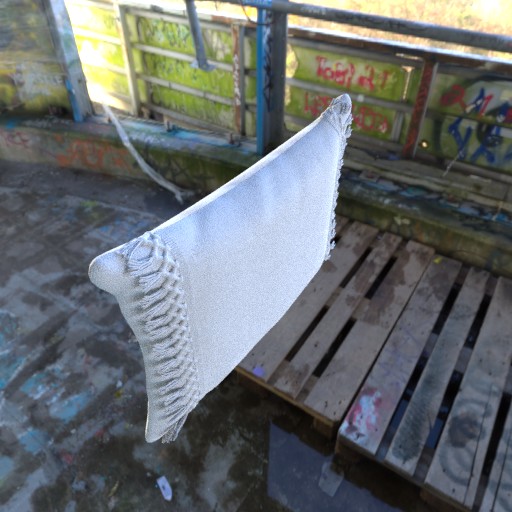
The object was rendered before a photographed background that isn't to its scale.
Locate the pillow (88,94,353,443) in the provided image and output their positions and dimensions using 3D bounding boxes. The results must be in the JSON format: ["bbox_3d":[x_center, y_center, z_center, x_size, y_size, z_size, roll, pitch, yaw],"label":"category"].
[{"bbox_3d":[0.000,0.000,0.598,0.084,0.305,0.466,25,47,26],"label":"pillow"}]
